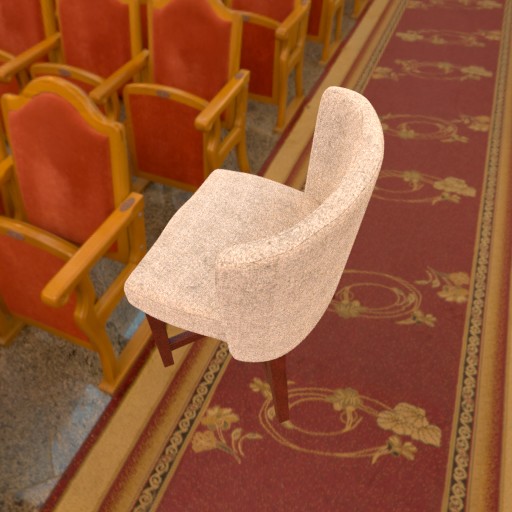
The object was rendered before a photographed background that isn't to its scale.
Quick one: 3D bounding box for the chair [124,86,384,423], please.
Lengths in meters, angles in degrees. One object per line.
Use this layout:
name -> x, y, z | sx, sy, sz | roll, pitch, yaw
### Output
chair -> 0.000, 0.000, 1.318 | 0.575, 0.827, 0.728 | 17, 50, 15
